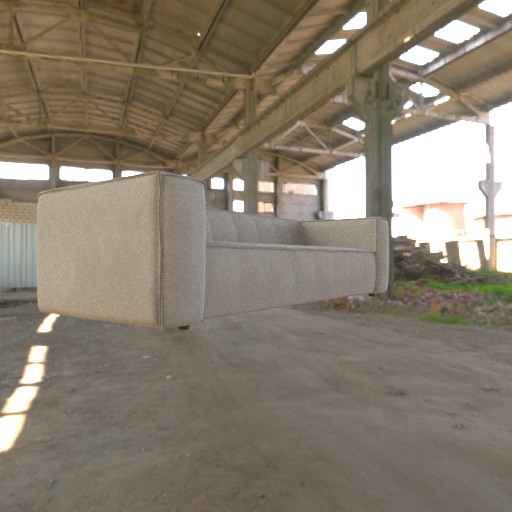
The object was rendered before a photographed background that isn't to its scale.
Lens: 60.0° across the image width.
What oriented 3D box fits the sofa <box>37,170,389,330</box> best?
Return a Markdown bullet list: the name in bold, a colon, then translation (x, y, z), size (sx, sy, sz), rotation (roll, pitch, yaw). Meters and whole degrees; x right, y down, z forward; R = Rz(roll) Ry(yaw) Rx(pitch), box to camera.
- **sofa**: translation (0.000, 0.000, 3.135), size (1.038, 0.680, 2.697), rotation (0, -1, 36)
